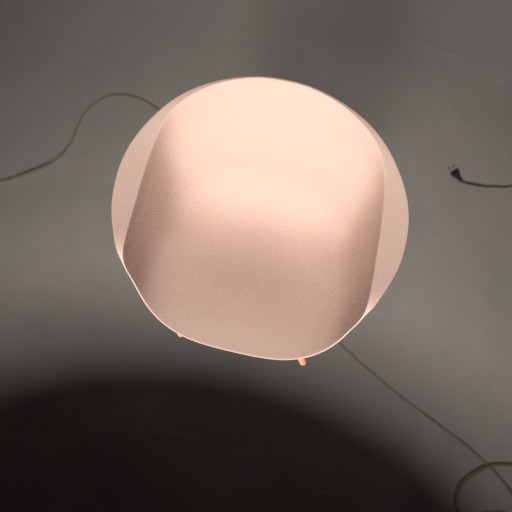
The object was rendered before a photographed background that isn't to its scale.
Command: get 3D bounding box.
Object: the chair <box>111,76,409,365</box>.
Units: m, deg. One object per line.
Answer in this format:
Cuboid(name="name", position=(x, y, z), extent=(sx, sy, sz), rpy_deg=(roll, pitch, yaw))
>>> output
Cuboid(name="chair", position=(0.000, 0.000, 1.156), extent=(0.593, 0.781, 0.504), rpy_deg=(12, 76, 3))
